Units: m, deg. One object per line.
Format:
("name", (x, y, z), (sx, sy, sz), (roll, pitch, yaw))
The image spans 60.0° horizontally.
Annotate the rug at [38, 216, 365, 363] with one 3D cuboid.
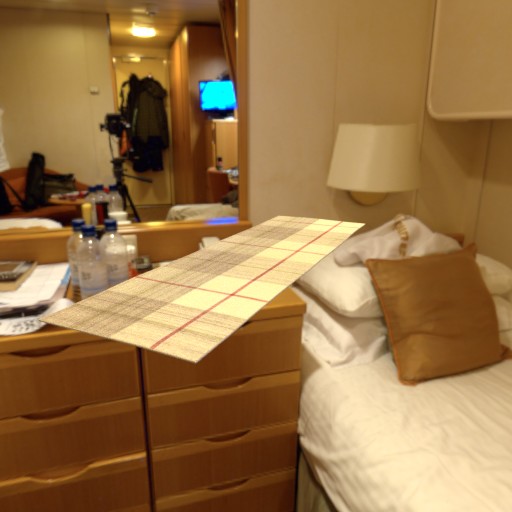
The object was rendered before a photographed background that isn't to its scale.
("rug", (0.000, 0.000, 2.682), (0.762, 0.013, 2.439), (8, 18, 25))
